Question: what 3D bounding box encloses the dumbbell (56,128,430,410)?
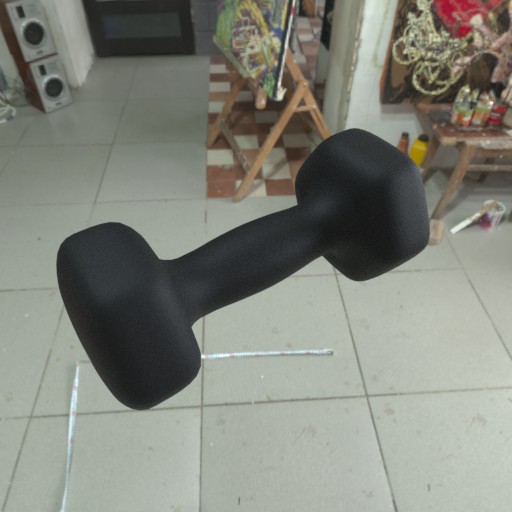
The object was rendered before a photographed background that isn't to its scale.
[{"bbox_3d":[0.000,0.000,0.286,0.231,0.101,0.112,-25,51,-23],"label":"dumbbell"}]
